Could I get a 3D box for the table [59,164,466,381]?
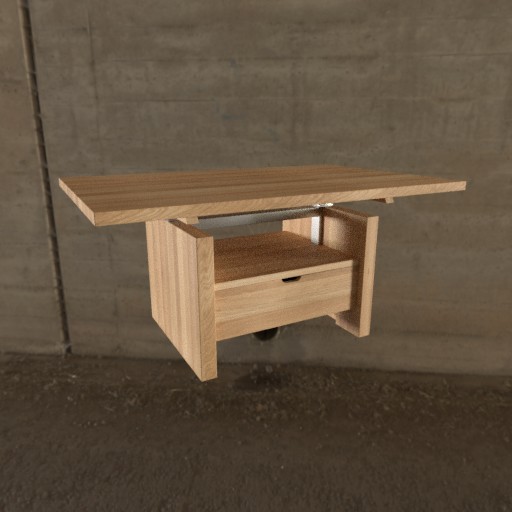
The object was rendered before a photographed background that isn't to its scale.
[{"bbox_3d":[0.000,0.000,1.486,1.100,0.510,0.700,-9,18,-27],"label":"table"}]
